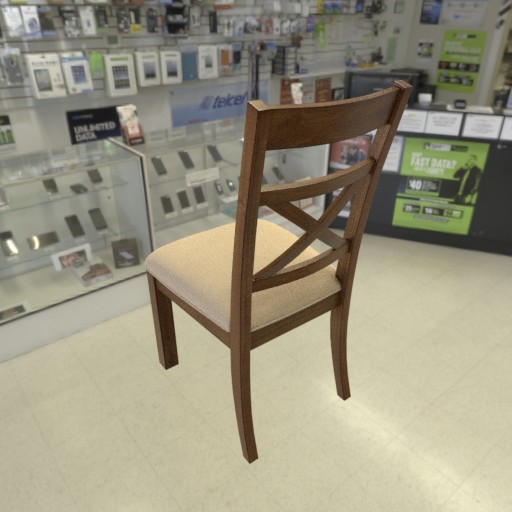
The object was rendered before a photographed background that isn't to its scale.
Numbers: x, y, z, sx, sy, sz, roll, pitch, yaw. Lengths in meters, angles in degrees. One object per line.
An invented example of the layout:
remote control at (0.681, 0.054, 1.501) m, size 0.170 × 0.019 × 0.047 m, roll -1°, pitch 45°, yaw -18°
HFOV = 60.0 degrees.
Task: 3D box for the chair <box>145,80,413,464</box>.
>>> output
chair at (0.000, 0.000, 1.245) m, size 0.461 × 0.949 × 0.581 m, roll -20°, pitch 35°, yaw -31°
